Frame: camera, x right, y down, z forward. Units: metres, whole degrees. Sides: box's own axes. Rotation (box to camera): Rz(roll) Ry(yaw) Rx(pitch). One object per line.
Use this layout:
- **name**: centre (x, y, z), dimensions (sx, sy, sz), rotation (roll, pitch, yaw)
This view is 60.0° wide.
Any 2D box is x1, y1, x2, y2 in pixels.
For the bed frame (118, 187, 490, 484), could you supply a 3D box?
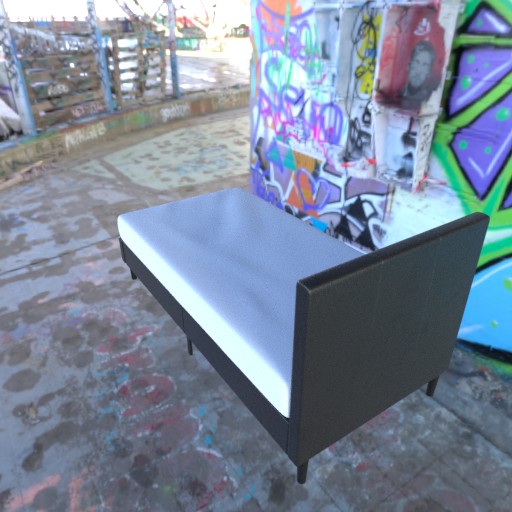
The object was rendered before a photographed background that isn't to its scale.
- **bed frame**: centre (0.000, 0.000, 2.515), dimensions (1.038, 1.046, 2.152), rotation (-18, 34, -29)
